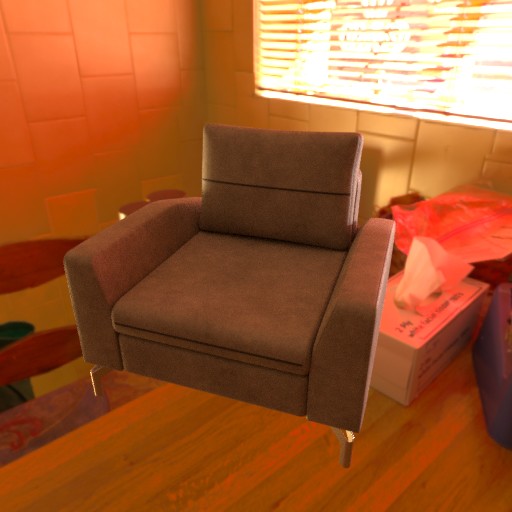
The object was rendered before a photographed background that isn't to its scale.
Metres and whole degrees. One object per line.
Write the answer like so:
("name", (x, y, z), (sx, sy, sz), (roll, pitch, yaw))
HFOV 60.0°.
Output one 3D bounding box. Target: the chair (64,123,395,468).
("chair", (0.000, 0.000, 1.567), (0.900, 0.800, 0.900), (9, 27, 17))
